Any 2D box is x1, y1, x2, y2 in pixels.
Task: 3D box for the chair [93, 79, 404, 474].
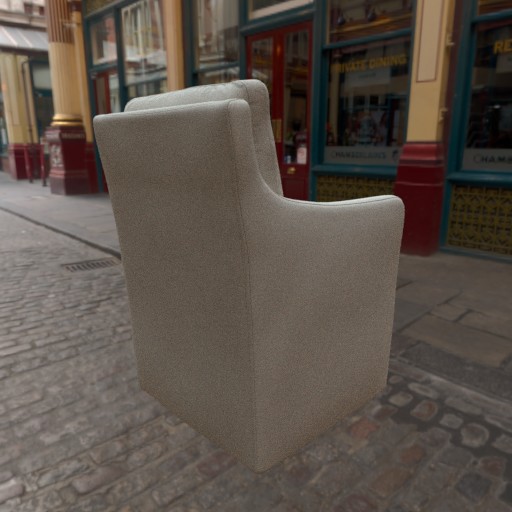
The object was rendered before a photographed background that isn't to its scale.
[{"bbox_3d":[0.000,0.000,1.333,0.694,0.914,0.626,-13,18,-42],"label":"chair"}]
